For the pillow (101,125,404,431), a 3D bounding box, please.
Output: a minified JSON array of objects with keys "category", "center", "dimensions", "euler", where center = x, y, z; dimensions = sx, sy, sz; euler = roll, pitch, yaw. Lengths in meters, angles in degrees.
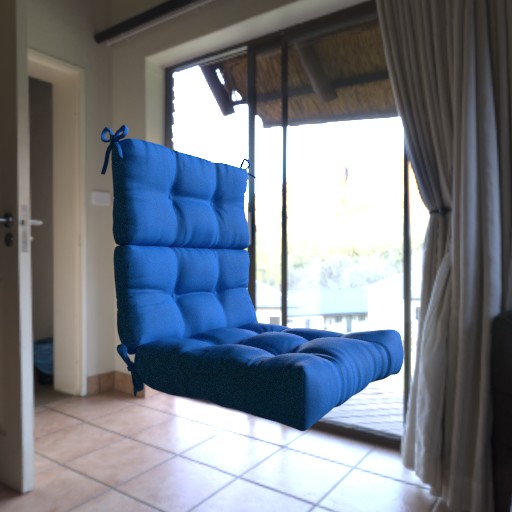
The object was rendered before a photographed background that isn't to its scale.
[{"category":"pillow","center":[0.000,0.000,1.057],"dimensions":[0.571,0.605,0.519],"euler":[-1,-1,37]}]
